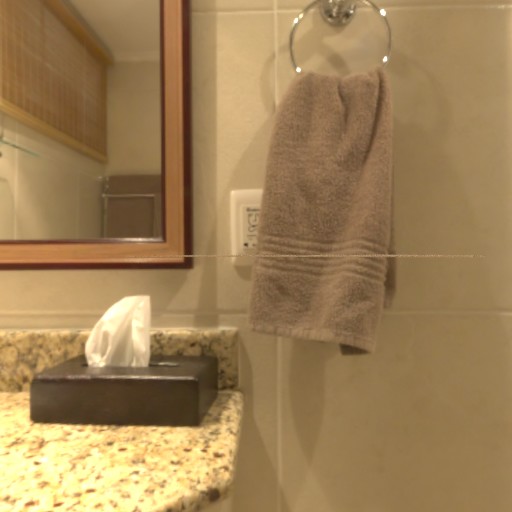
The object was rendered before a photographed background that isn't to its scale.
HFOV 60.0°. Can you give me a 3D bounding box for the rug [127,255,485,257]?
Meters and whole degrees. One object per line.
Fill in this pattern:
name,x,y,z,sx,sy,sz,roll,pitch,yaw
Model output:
rug,0.000,0.000,2.596,0.712,0.013,2.346,0,0,-36
